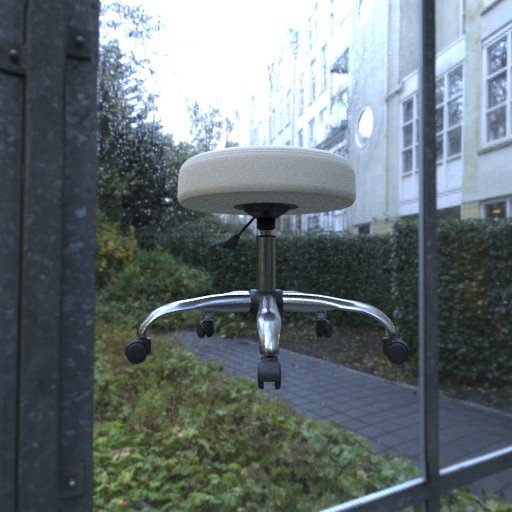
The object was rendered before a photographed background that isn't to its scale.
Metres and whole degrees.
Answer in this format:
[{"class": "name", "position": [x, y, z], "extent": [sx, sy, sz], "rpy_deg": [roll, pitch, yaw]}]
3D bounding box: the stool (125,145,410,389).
[{"class": "stool", "position": [0.000, 0.000, 1.085], "extent": [0.614, 0.482, 0.634], "rpy_deg": [0, -1, -18]}]
